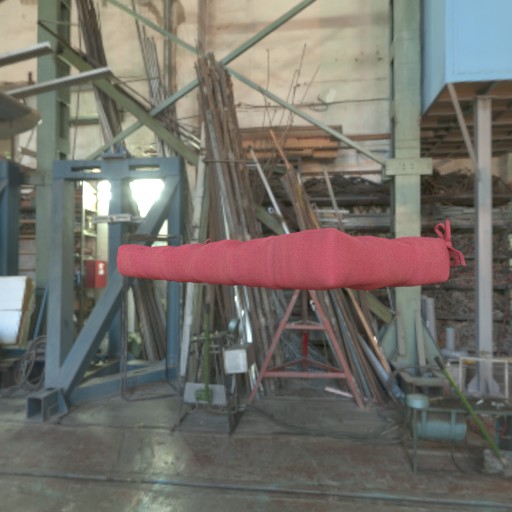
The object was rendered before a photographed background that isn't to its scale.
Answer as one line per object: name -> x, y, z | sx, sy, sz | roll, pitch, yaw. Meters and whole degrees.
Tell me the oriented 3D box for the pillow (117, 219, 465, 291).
pillow -> 0.000, 0.000, 1.419 | 0.511, 0.174, 1.194 | 1, -1, -38
